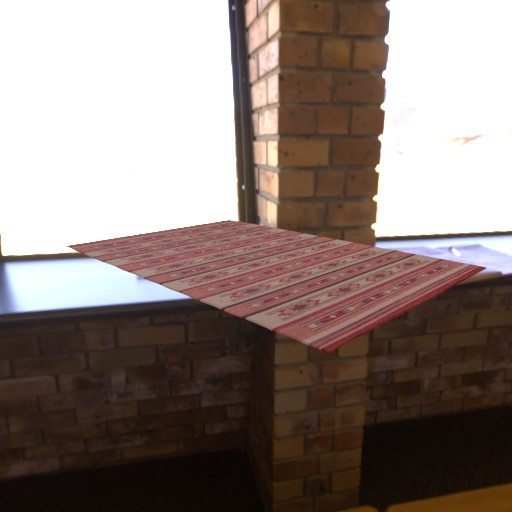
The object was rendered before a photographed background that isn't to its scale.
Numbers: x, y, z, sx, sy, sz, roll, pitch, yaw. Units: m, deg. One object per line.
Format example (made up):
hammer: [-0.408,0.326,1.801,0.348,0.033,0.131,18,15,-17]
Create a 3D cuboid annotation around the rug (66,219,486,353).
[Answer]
rug: [0.000,0.000,2.273,1.223,0.008,1.817,-14,20,-43]
